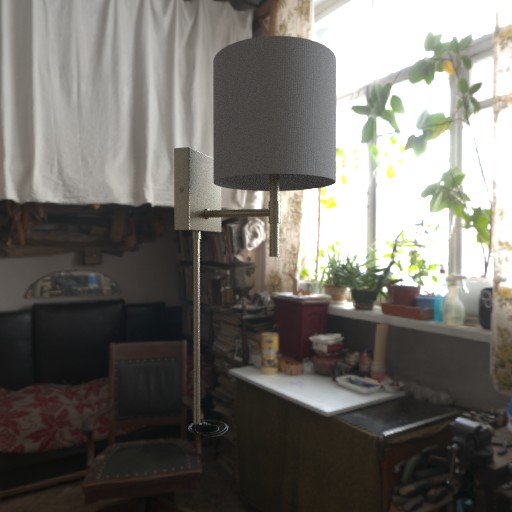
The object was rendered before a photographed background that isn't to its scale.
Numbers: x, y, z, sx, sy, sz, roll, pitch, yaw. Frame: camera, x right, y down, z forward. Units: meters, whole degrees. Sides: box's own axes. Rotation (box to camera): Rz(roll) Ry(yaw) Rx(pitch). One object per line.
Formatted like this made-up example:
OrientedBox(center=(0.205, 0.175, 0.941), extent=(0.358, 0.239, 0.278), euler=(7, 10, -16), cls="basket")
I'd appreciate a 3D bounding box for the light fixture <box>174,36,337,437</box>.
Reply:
OrientedBox(center=(0.000, 0.000, 0.698), extent=(0.248, 0.589, 0.188), euler=(0, 1, 18), cls="light fixture")
